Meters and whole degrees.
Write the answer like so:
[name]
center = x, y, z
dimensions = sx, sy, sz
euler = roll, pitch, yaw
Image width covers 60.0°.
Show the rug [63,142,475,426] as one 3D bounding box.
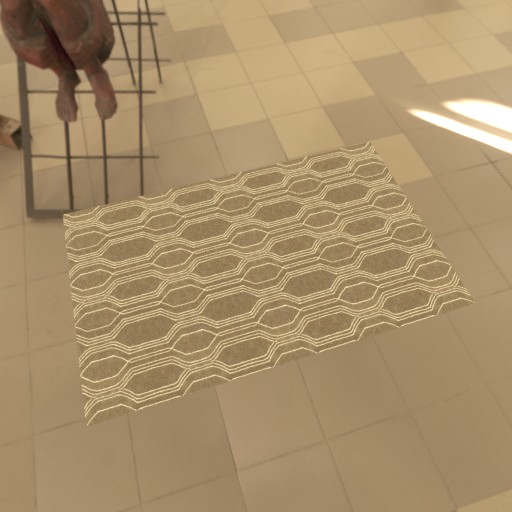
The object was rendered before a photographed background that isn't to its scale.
[rug]
center = 0.000, 0.000, 3.031
dimensions = 2.457, 0.012, 1.541
euler = -15, 59, -9
